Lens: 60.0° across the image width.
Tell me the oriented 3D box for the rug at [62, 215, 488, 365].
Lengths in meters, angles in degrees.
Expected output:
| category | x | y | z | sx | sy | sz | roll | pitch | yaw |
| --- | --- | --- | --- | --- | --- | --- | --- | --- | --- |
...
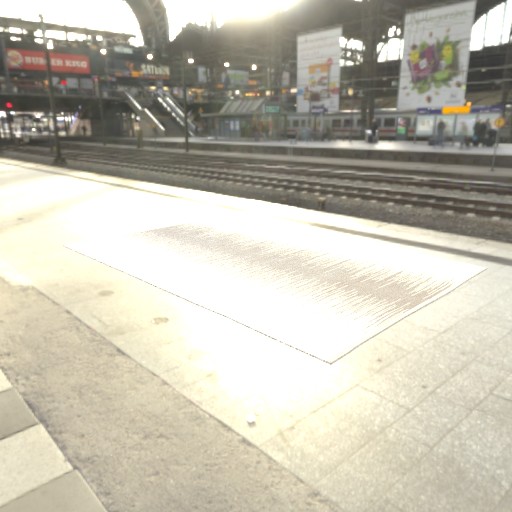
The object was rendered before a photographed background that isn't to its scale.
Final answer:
| category | x | y | z | sx | sy | sz | roll | pitch | yaw |
| --- | --- | --- | --- | --- | --- | --- | --- | --- | --- |
| rug | 0.000 | 0.000 | 2.250 | 1.226 | 0.007 | 1.815 | -16 | 22 | -43 |
